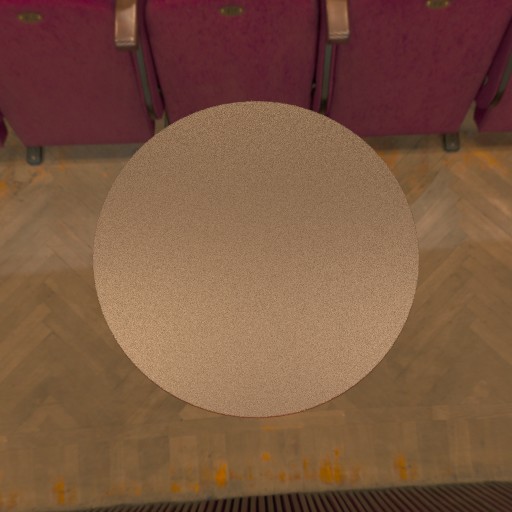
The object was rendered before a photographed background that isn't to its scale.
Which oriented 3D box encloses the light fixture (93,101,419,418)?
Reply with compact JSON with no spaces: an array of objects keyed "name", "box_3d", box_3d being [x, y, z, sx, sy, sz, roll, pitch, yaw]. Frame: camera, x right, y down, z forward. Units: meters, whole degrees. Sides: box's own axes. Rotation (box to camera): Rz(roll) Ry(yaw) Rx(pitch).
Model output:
[{"name":"light fixture","box_3d":[0.000,0.000,0.547,0.368,0.100,0.368,0,76,0]}]
